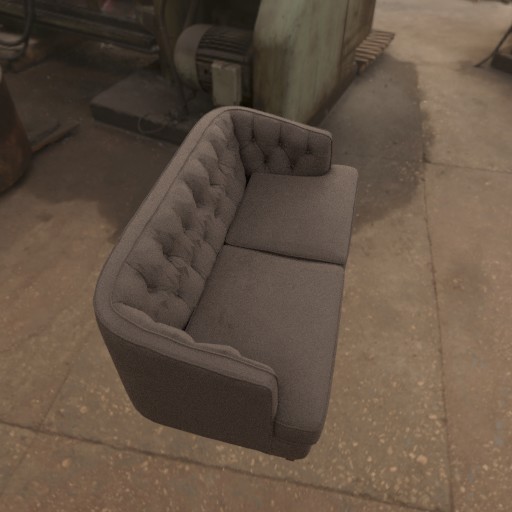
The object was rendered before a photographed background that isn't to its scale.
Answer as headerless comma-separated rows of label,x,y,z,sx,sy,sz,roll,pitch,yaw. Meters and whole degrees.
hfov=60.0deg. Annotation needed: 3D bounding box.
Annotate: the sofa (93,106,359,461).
sofa,0.000,0.000,2.290,0.941,0.855,1.733,10,47,10
